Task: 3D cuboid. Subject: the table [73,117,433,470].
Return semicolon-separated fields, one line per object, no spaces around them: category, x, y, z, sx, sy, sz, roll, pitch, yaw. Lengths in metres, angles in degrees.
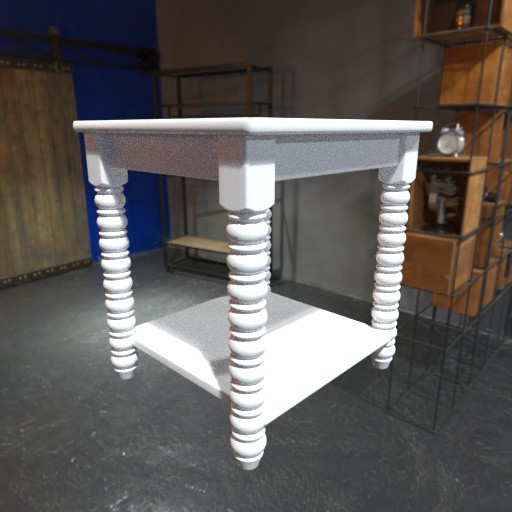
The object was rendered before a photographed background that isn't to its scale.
table;0.000;0.000;0.967;0.500;0.563;0.533;15;22;42
